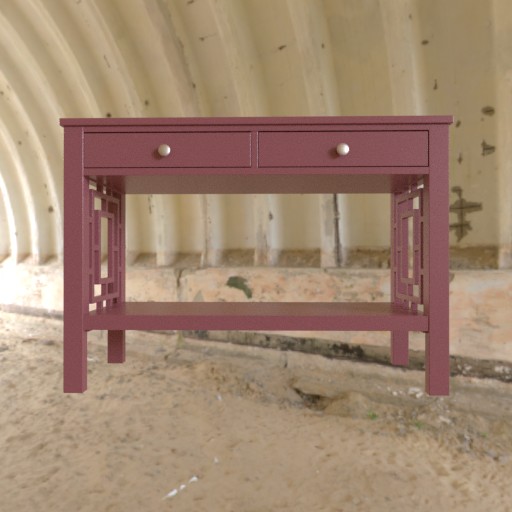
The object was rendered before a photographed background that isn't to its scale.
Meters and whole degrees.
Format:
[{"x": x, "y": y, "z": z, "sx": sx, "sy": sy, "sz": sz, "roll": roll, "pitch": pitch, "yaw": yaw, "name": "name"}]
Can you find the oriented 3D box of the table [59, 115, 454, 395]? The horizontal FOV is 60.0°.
[{"x": 0.000, "y": 0.000, "z": 1.385, "sx": 1.068, "sy": 0.753, "sz": 0.397, "roll": 0, "pitch": 0, "yaw": 1, "name": "table"}]
